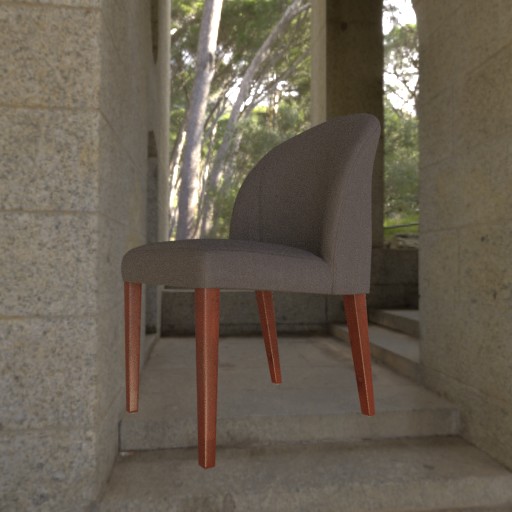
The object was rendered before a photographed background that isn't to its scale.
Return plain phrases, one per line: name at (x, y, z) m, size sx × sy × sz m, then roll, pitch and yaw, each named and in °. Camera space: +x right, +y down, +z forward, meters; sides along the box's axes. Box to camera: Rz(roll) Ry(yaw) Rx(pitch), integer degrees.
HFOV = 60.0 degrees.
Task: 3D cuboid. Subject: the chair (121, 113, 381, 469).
chair at (0.000, 0.000, 1.244) m, size 0.619 × 0.879 × 0.506 m, roll 1°, pitch -1°, yaw -36°
